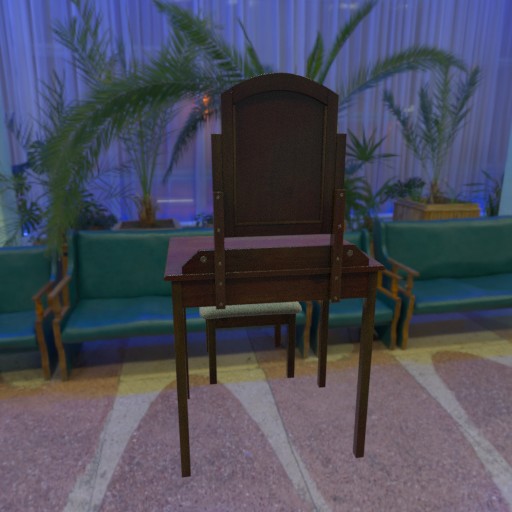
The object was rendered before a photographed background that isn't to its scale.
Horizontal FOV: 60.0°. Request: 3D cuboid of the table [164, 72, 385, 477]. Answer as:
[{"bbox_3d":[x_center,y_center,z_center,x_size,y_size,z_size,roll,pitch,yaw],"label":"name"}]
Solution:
[{"bbox_3d":[0.000,0.000,2.297,0.876,1.631,1.211,-2,16,-8],"label":"table"}]
